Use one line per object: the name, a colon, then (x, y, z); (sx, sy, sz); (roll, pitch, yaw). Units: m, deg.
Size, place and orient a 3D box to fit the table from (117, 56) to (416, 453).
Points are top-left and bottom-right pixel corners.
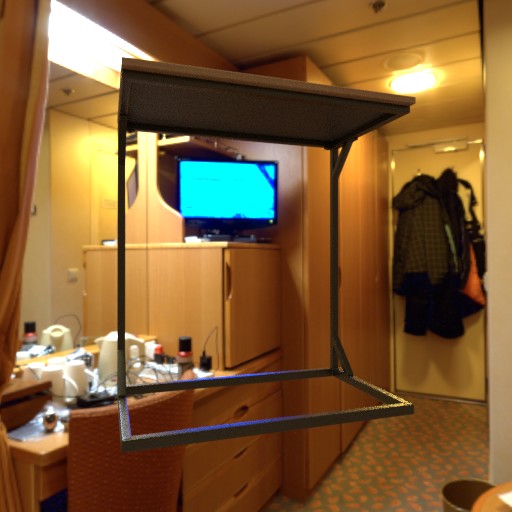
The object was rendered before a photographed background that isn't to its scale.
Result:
table: (0.000, 0.000, 1.009); (0.597, 0.673, 0.351); (0, 0, -18)
